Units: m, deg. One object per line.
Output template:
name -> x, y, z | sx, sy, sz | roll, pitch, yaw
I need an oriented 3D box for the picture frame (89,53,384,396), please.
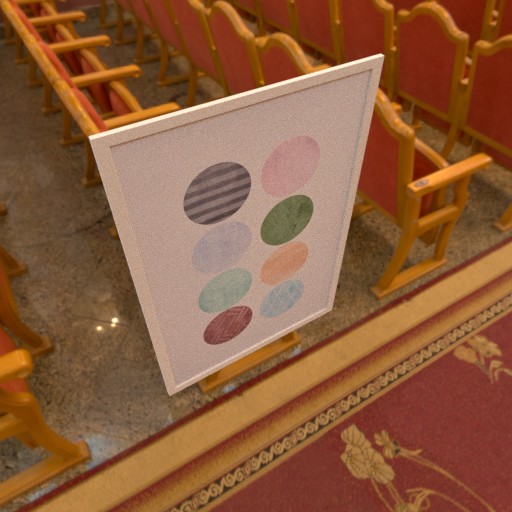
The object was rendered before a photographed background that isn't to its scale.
picture frame -> 0.000, 0.000, 1.208 | 0.659, 0.940, 0.013 | -24, 51, -21
